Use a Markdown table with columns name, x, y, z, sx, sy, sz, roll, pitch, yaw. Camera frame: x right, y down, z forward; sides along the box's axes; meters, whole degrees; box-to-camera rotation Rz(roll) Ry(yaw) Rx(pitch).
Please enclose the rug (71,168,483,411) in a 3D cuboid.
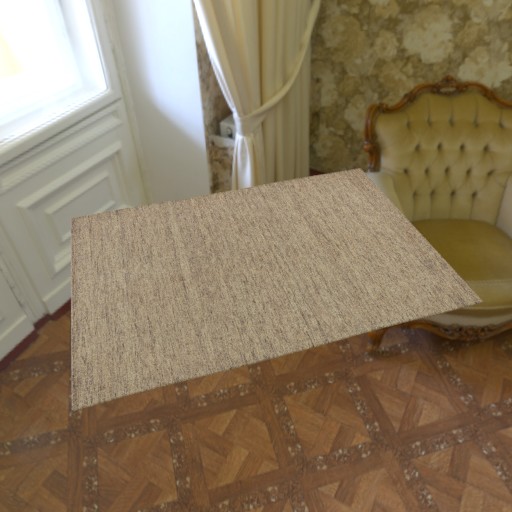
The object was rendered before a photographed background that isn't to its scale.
| name | x | y | z | sx | sy | sz | roll | pitch | yaw |
| --- | --- | --- | --- | --- | --- | --- | --- | --- | --- |
| rug | 0.000 | 0.000 | 2.865 | 2.283 | 0.013 | 1.547 | -12 | 44 | -13 |
